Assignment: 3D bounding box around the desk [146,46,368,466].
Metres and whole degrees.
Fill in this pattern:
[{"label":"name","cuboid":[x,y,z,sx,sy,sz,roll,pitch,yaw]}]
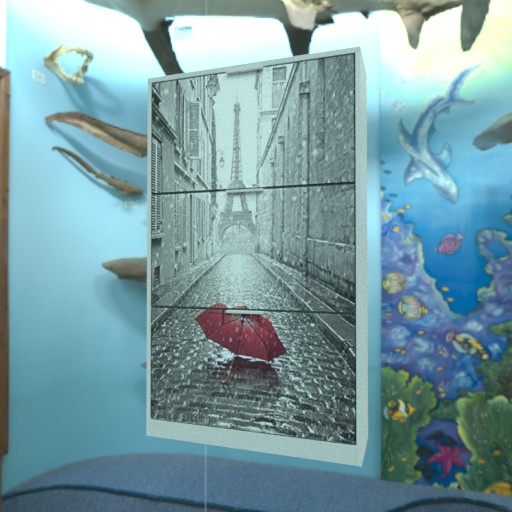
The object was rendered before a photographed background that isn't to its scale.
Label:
[{"label":"desk","cuboid":[0.000,0.000,1.574,0.750,1.280,0.250,0,-1,19]}]
